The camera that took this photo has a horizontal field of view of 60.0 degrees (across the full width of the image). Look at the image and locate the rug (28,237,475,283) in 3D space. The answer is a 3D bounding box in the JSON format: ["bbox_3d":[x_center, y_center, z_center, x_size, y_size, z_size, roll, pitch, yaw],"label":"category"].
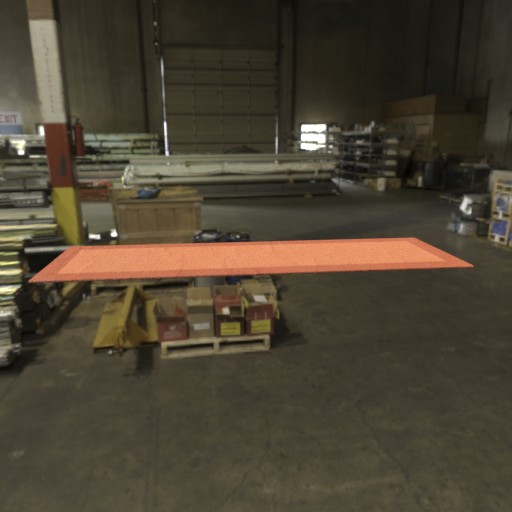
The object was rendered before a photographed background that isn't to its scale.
[{"bbox_3d":[0.000,0.000,2.747,2.471,0.013,0.914,-3,15,-10],"label":"rug"}]
